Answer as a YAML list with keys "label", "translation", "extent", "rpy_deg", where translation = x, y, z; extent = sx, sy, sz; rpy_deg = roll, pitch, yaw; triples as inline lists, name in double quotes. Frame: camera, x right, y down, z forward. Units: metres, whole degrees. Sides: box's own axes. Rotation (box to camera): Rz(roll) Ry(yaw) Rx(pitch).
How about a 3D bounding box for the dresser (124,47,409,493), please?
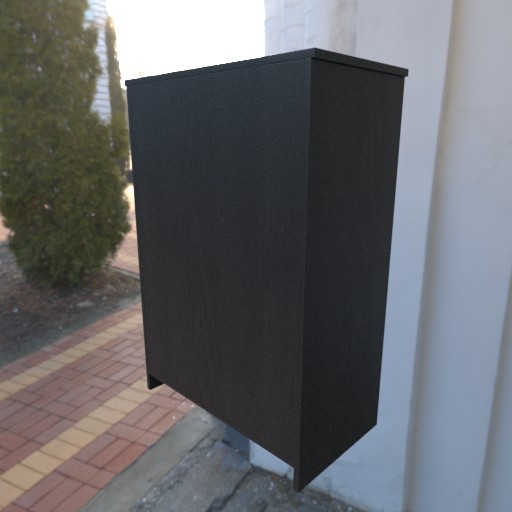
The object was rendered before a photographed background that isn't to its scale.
- label: "dresser"
  translation: [0.000, 0.000, 1.339]
  extent: [0.700, 1.020, 0.398]
  rpy_deg: [14, 20, 43]
